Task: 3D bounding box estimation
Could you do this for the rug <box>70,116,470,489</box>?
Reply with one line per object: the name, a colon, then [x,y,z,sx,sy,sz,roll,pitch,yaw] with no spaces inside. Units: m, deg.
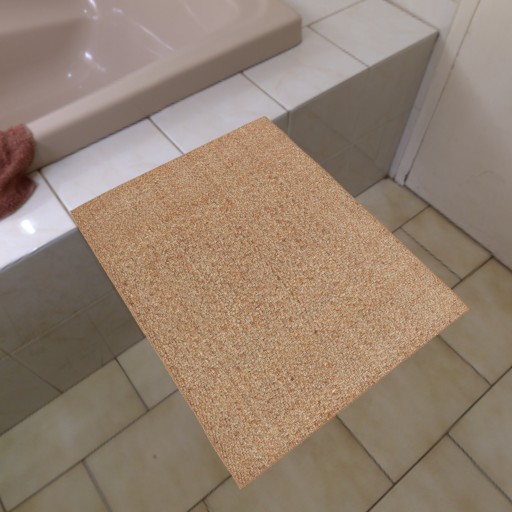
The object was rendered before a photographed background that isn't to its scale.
rug: [0.000,0.000,4.136,2.439,0.013,3.048,-31,63,-18]
